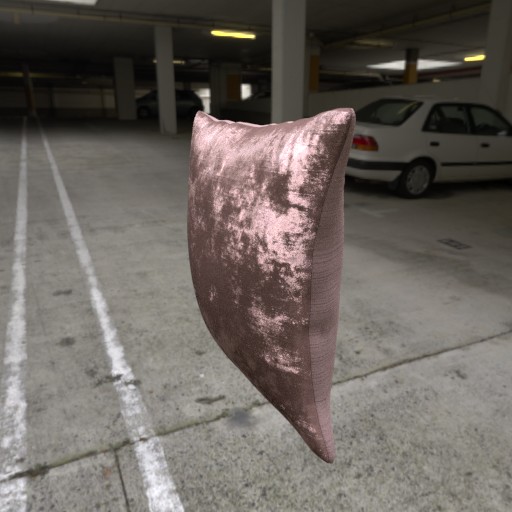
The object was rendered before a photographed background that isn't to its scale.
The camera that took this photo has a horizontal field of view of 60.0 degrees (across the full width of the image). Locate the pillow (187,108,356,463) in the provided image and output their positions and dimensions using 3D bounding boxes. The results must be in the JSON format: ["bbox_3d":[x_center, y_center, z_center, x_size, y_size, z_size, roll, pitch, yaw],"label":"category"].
[{"bbox_3d":[0.000,0.000,0.733,0.175,0.464,0.470,-8,19,-25],"label":"pillow"}]
